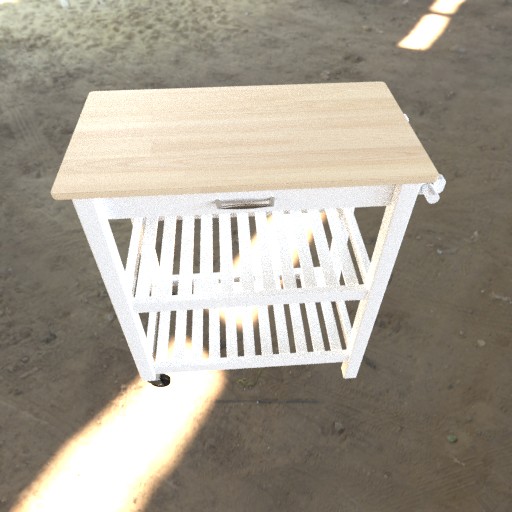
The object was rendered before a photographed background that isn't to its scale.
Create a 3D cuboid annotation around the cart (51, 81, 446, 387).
[{"bbox_3d":[0.000,0.000,1.441,0.899,0.927,0.457,-3,47,-3],"label":"cart"}]
